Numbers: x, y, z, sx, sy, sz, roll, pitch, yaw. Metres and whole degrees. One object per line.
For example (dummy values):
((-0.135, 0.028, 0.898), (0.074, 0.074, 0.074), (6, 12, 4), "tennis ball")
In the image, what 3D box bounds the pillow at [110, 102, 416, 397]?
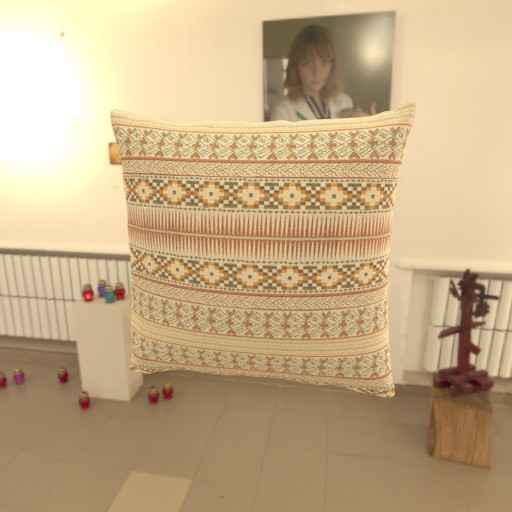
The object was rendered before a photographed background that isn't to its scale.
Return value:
((0.000, 0.000, 0.797), (0.521, 0.519, 0.215), (3, 16, 10), "pillow")
